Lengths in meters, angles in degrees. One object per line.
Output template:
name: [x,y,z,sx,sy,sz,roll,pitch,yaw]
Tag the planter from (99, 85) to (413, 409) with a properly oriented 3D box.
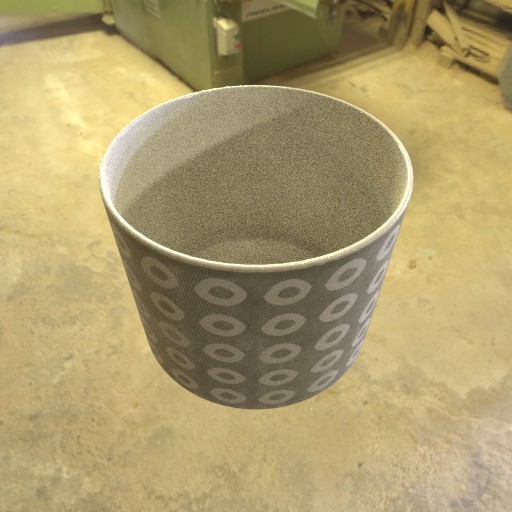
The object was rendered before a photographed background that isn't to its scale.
planter: [0.000,0.000,0.447,0.250,0.239,0.250,0,46,0]
